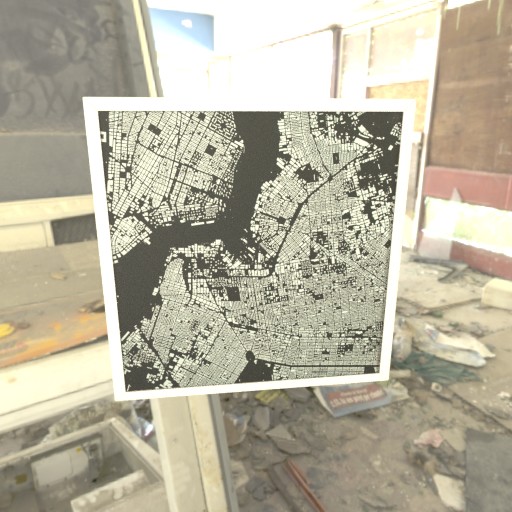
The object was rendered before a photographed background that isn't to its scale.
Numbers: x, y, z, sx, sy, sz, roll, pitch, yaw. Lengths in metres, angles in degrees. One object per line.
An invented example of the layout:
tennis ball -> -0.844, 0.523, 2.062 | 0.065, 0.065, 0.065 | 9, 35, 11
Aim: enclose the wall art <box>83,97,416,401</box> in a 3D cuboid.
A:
wall art -> 0.000, 0.000, 1.137 | 0.761, 0.762, 0.050 | -2, 17, -7
